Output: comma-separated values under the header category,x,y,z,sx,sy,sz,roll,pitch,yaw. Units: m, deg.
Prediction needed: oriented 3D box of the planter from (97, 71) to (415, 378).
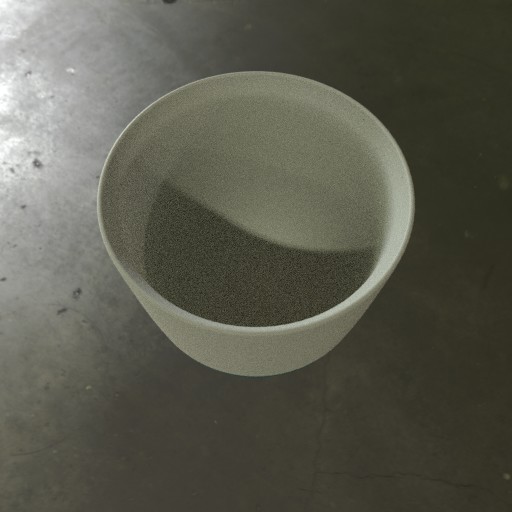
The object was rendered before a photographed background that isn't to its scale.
category,x,y,z,sx,sy,sz,roll,pitch,yaw
planter,0.000,0.000,0.382,0.204,0.214,0.204,0,64,0
